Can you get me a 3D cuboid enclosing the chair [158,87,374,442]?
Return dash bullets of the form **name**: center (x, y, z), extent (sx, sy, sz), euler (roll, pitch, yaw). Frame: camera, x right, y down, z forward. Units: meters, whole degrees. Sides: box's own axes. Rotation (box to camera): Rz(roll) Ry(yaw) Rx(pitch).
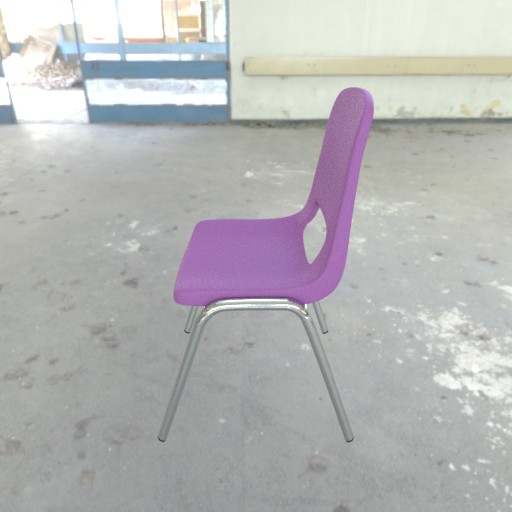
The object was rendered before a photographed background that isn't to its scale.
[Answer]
- **chair**: center (0.000, 0.000, 0.696), extent (0.301, 0.493, 0.291), euler (0, 27, 0)
